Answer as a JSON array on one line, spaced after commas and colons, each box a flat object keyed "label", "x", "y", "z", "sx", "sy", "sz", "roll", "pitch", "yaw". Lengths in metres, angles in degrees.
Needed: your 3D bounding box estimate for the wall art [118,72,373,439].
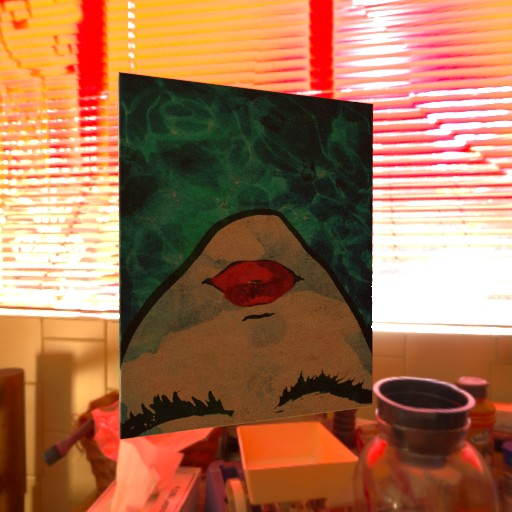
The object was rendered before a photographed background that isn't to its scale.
[{"label": "wall art", "x": 0.000, "y": 0.000, "z": 1.031, "sx": 0.609, "sy": 0.760, "sz": 0.038, "roll": 0, "pitch": 1, "yaw": -19}]
